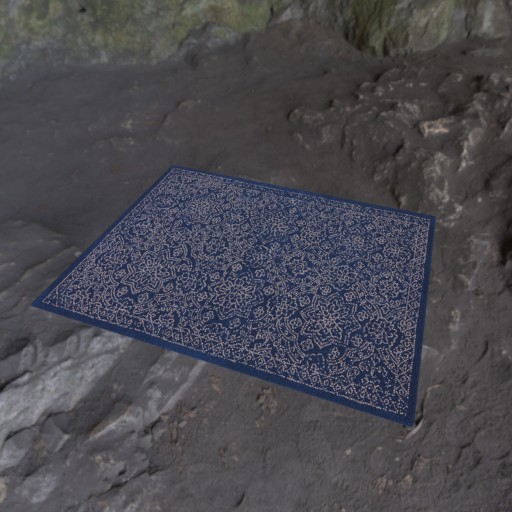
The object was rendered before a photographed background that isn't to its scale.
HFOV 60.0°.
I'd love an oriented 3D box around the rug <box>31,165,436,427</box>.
[{"bbox_3d":[0.000,0.000,4.091,3.048,0.010,2.438,14,43,15],"label":"rug"}]
